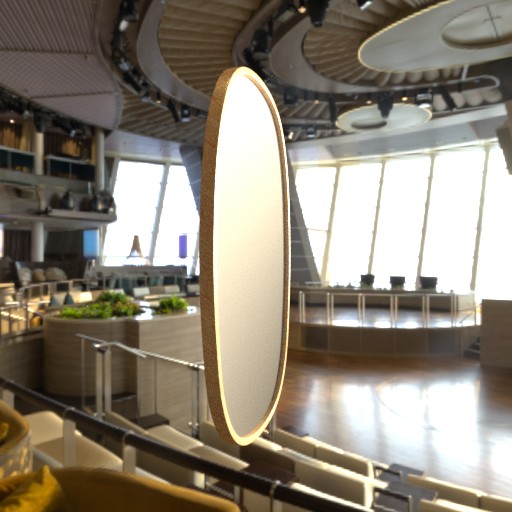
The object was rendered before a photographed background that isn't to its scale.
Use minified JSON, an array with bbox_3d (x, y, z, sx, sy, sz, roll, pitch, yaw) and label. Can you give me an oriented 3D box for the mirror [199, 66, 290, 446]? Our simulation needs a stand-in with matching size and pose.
[{"bbox_3d":[0.000,0.000,1.353,0.037,1.075,0.724,0,0,18],"label":"mirror"}]
